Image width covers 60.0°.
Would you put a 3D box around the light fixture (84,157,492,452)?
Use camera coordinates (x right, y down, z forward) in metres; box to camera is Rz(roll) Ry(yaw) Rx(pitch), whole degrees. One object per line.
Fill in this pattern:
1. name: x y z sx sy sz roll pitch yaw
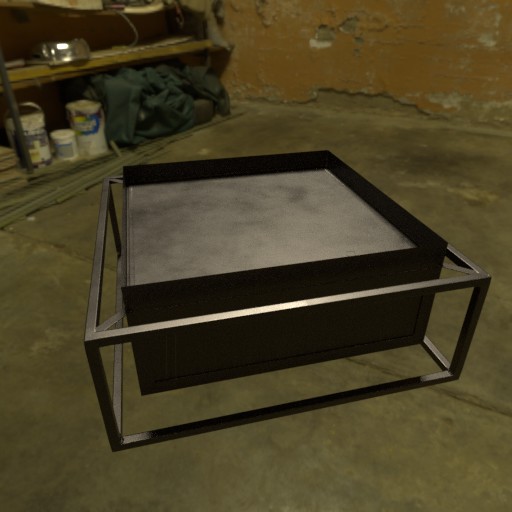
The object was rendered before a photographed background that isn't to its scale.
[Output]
1. light fixture: 0.000 0.000 0.673 0.441 0.191 0.441 -7 31 -12
